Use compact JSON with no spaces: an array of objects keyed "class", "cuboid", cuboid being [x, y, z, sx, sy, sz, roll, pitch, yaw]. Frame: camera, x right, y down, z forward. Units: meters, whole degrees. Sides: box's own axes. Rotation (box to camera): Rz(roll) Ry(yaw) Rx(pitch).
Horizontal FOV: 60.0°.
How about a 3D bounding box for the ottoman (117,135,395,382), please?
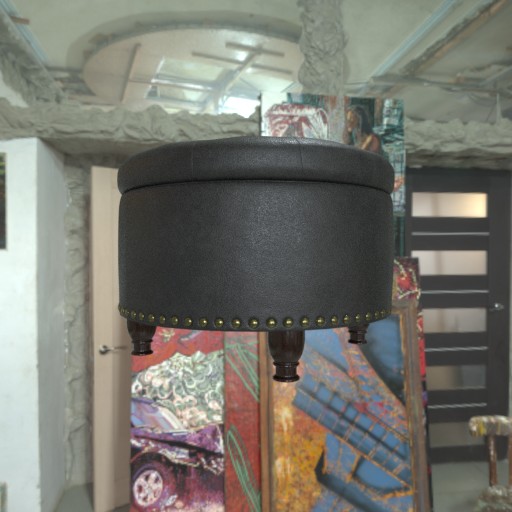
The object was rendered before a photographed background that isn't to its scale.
[{"class":"ottoman","cuboid":[0.000,0.000,1.067,0.637,0.442,0.637,0,1,0]}]
